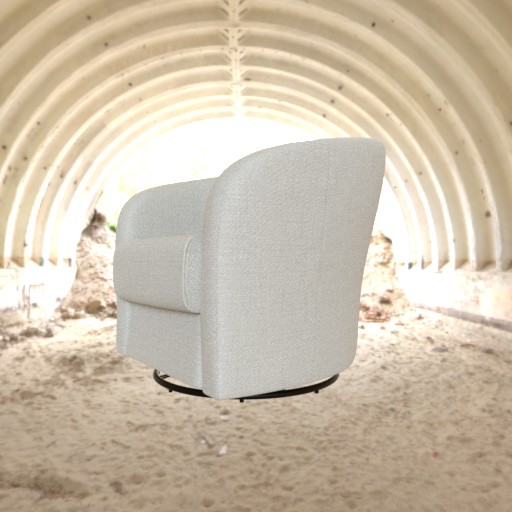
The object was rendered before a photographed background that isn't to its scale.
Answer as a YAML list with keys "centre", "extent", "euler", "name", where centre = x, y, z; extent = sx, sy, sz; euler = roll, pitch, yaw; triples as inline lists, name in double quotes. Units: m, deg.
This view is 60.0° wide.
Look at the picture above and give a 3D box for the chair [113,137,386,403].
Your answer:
- centre: [0.000, 0.000, 1.472]
  extent: [0.815, 0.771, 0.791]
  euler: [1, -1, -36]
  name: "chair"
